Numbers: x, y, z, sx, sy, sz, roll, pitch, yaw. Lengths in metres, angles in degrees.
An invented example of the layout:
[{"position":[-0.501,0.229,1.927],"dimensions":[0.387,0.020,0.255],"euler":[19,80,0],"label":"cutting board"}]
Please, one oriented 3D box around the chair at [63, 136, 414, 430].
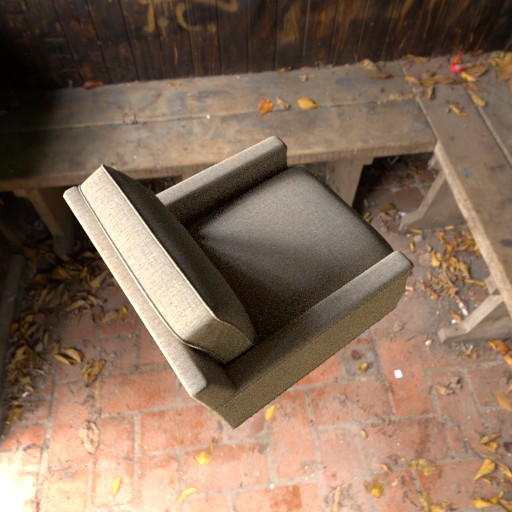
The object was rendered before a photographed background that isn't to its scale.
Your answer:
[{"position":[0.000,0.000,1.750],"dimensions":[1.014,0.943,0.853],"euler":[-31,63,-18],"label":"chair"}]
